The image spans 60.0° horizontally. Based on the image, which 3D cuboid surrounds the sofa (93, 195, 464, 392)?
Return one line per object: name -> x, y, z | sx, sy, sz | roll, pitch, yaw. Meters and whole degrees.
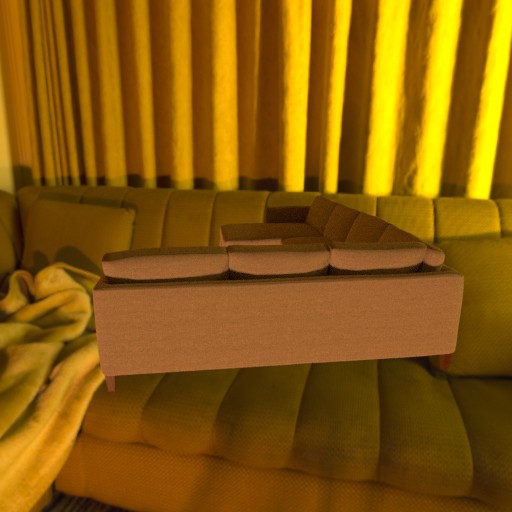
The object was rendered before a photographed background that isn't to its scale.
sofa -> 0.000, 0.000, 4.682 | 2.594, 0.961, 3.460 | -2, 15, -7
